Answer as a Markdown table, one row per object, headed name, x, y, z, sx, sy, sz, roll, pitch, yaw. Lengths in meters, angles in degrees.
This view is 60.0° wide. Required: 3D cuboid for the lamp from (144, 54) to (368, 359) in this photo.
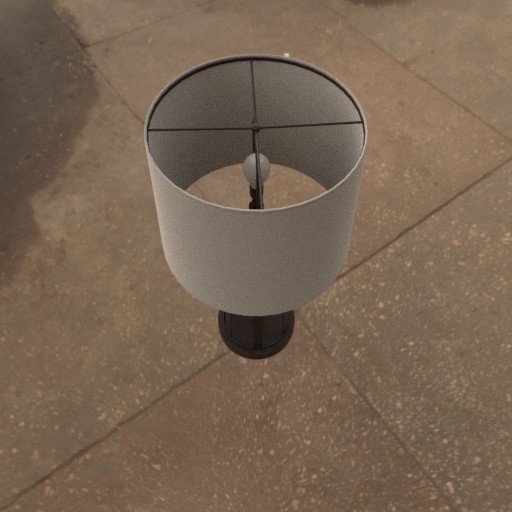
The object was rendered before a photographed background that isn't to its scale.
| name | x | y | z | sx | sy | sz | roll | pitch | yaw |
| --- | --- | --- | --- | --- | --- | --- | --- | --- | --- |
| lamp | 0.000 | 0.000 | 0.656 | 0.251 | 0.509 | 0.251 | 0 | 59 | 0 |
